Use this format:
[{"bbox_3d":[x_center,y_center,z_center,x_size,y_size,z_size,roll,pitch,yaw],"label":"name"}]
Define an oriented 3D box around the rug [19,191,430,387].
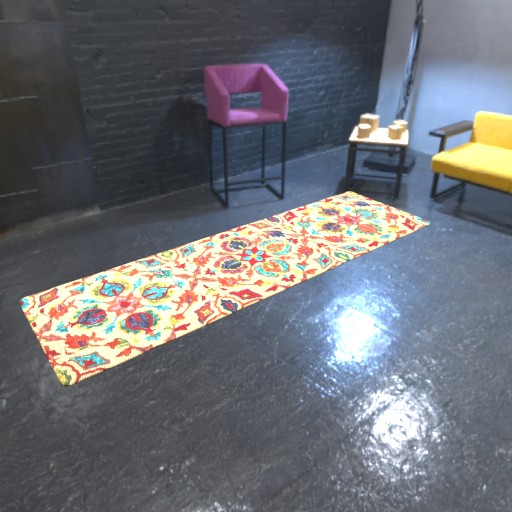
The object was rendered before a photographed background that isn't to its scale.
[{"bbox_3d":[0.000,0.000,2.430,2.273,0.016,0.693,-21,36,-32],"label":"rug"}]
